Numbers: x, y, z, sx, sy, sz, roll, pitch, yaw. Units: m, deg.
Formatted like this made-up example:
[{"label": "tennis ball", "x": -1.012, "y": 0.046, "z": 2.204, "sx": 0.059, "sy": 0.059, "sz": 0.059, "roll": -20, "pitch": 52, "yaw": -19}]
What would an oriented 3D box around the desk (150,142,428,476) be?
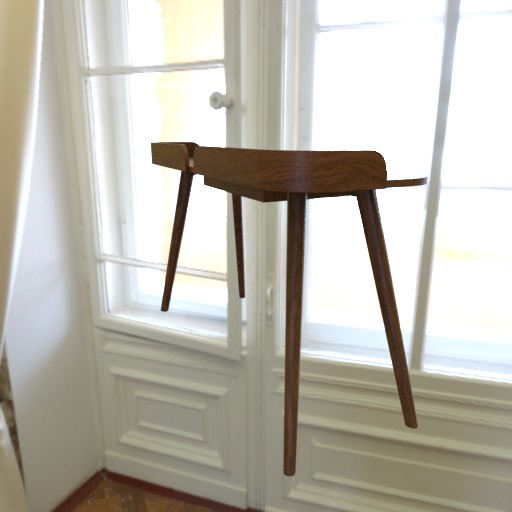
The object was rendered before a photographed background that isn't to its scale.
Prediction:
[{"label": "desk", "x": 0.000, "y": 0.000, "z": 1.638, "sx": 0.486, "sy": 0.800, "sz": 1.256, "roll": -7, "pitch": 17, "yaw": -25}]
